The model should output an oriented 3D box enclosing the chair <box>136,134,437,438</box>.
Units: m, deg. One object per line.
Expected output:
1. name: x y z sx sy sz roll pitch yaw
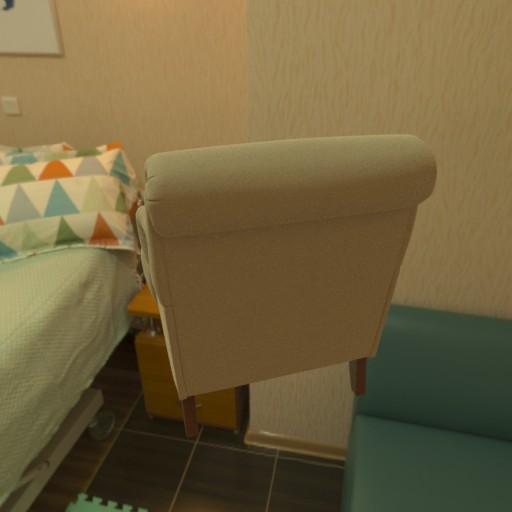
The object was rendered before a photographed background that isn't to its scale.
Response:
1. chair: 0.000 0.000 1.556 0.766 0.942 0.842 -8 29 -15
